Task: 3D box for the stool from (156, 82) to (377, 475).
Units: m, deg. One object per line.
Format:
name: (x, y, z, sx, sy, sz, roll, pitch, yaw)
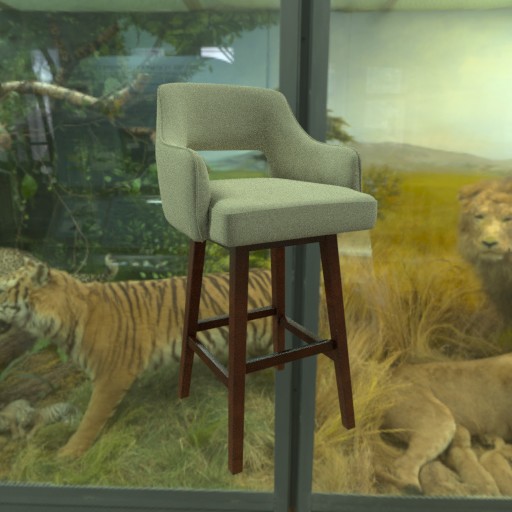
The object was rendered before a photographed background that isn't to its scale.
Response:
stool: (0.000, 0.000, 1.360, 0.550, 1.041, 0.560, -8, 17, -28)
